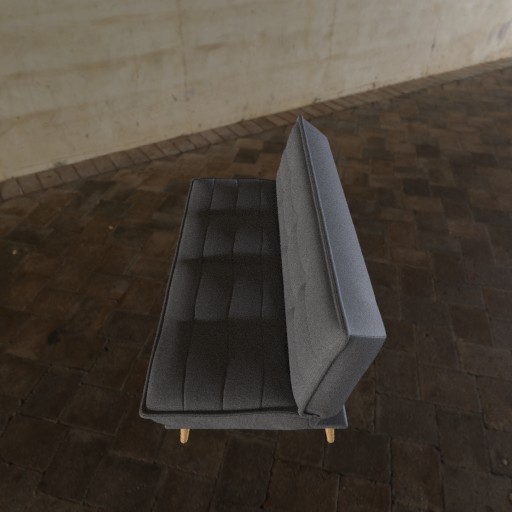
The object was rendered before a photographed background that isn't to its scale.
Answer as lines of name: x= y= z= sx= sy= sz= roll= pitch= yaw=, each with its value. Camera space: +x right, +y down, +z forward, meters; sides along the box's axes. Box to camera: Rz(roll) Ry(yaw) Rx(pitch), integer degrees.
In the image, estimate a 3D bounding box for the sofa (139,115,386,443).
sofa: x=0.000 y=0.000 z=2.485 sx=0.950 sy=0.890 sz=1.940 roll=0 pitch=39 yaw=0
